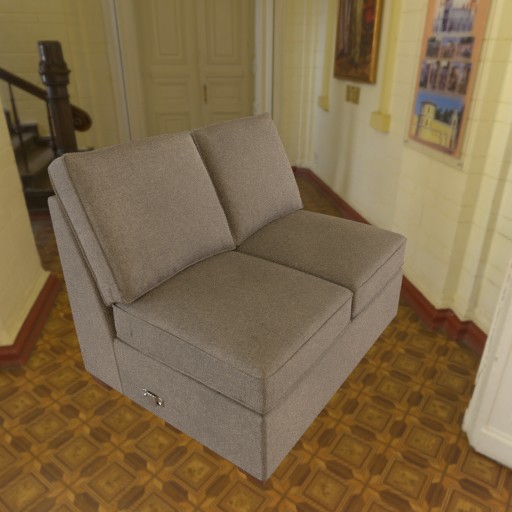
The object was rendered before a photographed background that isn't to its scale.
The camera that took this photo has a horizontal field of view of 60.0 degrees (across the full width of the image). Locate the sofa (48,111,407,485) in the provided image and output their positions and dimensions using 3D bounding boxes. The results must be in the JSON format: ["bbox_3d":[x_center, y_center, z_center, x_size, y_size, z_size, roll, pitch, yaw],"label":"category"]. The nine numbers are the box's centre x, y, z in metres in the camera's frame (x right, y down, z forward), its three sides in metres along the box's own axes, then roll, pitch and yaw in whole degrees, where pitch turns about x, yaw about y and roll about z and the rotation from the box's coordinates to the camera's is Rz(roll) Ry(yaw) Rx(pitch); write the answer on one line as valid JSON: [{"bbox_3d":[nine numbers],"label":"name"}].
[{"bbox_3d":[0.000,0.000,1.904,0.951,1.008,1.237,17,31,32],"label":"sofa"}]
